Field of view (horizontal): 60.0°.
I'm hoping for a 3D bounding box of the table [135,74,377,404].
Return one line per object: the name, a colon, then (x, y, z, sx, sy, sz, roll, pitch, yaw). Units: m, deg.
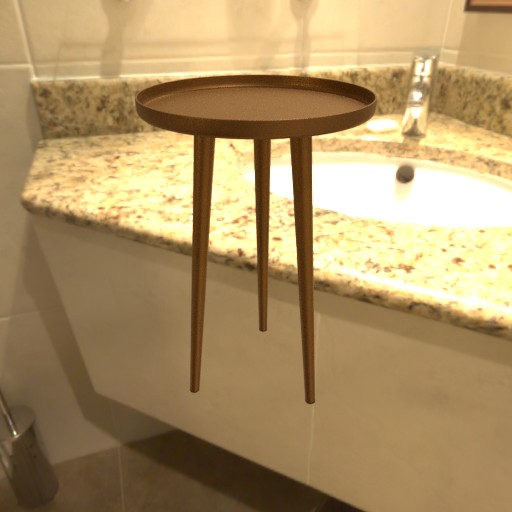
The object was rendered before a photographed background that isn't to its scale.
table: (0.000, 0.000, 0.681, 0.299, 0.480, 0.299, 19, 35, 29)
